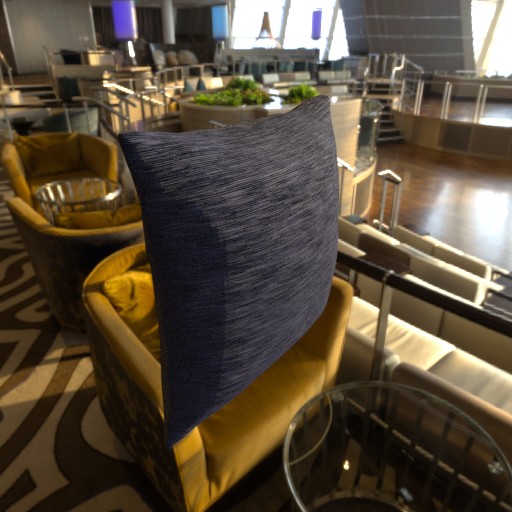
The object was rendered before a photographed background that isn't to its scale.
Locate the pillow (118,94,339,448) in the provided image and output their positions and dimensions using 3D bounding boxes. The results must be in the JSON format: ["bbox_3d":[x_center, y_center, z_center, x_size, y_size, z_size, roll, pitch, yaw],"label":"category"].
[{"bbox_3d":[0.000,0.000,0.685,0.204,0.439,0.452,17,31,31],"label":"pillow"}]
